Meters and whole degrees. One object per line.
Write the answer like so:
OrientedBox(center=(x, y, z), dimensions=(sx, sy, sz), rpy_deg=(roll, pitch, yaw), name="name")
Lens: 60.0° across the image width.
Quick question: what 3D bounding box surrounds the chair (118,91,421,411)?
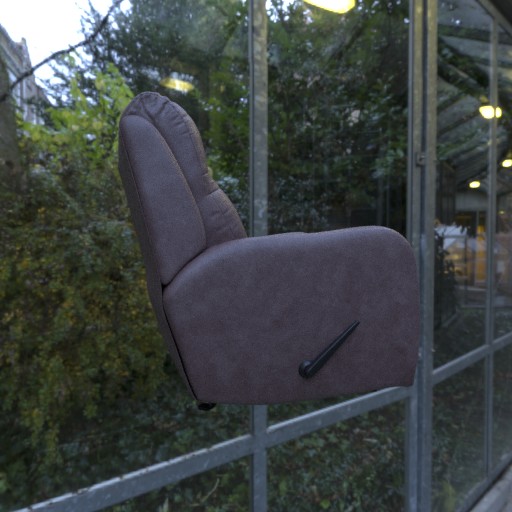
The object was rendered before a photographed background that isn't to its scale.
OrientedBox(center=(0.000, 0.000, 1.804), dimensions=(1.067, 1.067, 0.865), rpy_deg=(0, 1, -18), name="chair")
